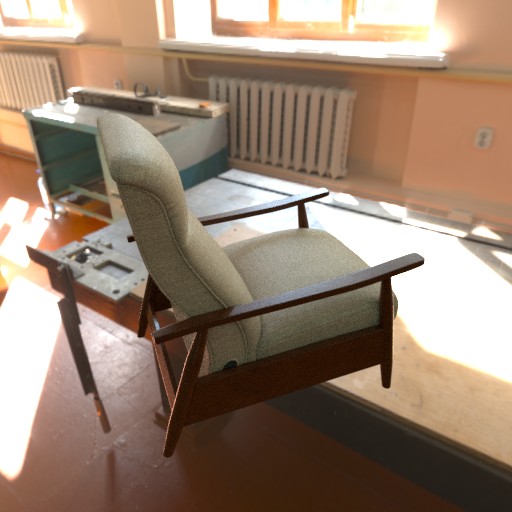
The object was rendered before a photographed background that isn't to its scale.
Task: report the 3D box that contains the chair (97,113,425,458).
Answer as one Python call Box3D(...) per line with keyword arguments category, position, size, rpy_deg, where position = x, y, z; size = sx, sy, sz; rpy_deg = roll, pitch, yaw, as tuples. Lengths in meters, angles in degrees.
Box3D(category="chair", position=(0.000, 0.000, 1.767), size=(1.014, 1.082, 0.762), rpy_deg=(-11, 31, -18))
